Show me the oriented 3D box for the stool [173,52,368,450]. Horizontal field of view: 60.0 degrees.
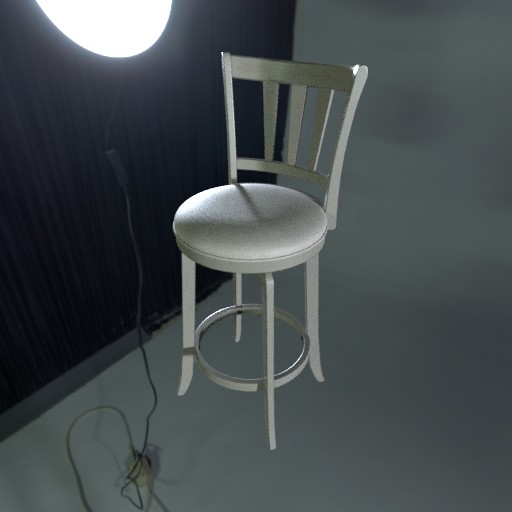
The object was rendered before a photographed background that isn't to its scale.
[{"bbox_3d":[0.000,0.000,1.304,0.436,1.042,0.475,19,36,29],"label":"stool"}]
